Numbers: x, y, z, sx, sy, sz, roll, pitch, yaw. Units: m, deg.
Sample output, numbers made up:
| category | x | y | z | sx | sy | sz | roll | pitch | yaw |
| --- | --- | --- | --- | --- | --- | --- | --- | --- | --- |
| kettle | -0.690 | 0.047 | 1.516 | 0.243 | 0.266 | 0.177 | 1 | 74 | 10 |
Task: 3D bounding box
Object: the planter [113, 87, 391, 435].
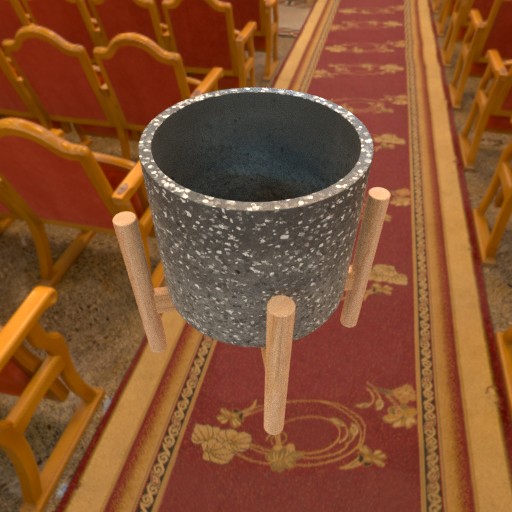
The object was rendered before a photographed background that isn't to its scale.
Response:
| category | x | y | z | sx | sy | sz | roll | pitch | yaw |
| --- | --- | --- | --- | --- | --- | --- | --- | --- | --- |
| planter | 0.000 | 0.000 | 0.538 | 0.284 | 0.320 | 0.284 | 10 | 46 | 10 |
